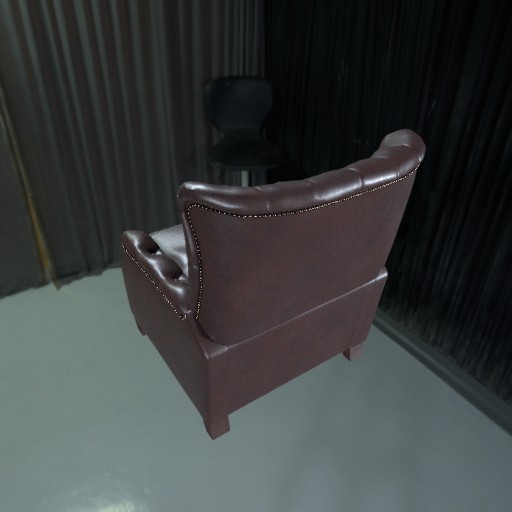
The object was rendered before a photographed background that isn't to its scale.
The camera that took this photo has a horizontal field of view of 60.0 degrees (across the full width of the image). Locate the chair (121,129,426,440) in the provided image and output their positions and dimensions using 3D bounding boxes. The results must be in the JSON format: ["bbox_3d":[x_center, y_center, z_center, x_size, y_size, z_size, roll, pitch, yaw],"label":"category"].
[{"bbox_3d":[0.000,0.000,1.471,0.709,0.864,0.823,-20,37,-28],"label":"chair"}]
